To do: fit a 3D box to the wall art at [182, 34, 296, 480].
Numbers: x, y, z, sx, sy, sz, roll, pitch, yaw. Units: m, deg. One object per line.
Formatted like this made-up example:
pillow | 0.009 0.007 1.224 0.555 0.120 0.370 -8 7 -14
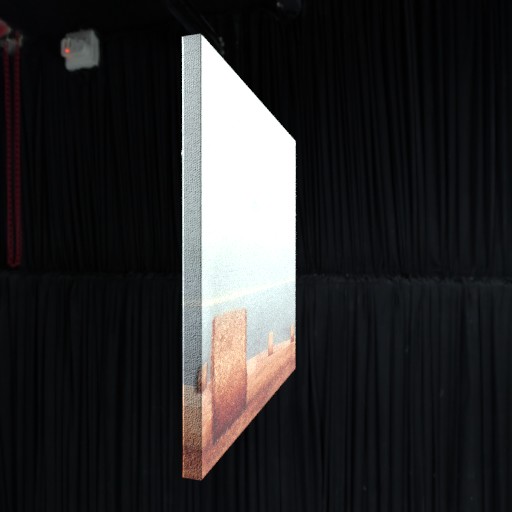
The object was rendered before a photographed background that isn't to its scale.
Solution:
wall art | 0.000 0.000 1.123 0.042 0.760 0.760 0 1 17
